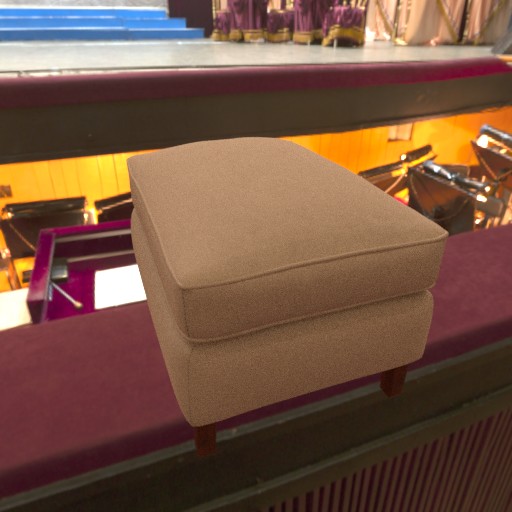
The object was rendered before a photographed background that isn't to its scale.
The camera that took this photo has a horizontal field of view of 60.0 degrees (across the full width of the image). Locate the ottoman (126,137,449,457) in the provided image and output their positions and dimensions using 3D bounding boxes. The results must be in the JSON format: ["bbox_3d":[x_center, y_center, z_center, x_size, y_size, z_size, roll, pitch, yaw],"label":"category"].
[{"bbox_3d":[0.000,0.000,0.997,0.501,0.456,0.665,-10,30,-18],"label":"ottoman"}]
